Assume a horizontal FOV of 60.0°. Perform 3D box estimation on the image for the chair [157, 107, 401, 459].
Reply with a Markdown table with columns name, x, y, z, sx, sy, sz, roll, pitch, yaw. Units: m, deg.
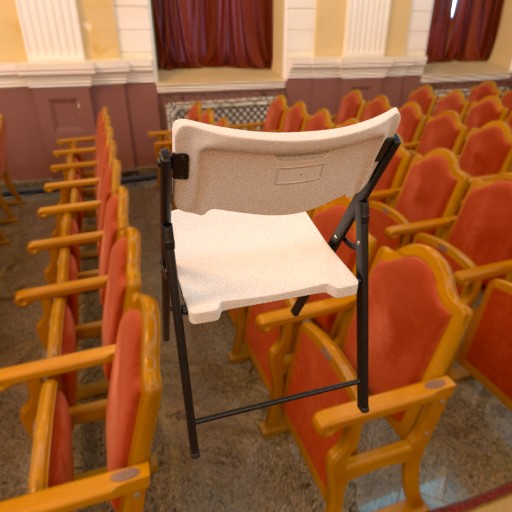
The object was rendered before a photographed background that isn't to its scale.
| name | x | y | z | sx | sy | sz | roll | pitch | yaw |
| --- | --- | --- | --- | --- | --- | --- | --- | --- | --- |
| chair | 0.000 | 0.000 | 1.126 | 0.482 | 0.765 | 0.577 | -8 | 28 | -16 |
